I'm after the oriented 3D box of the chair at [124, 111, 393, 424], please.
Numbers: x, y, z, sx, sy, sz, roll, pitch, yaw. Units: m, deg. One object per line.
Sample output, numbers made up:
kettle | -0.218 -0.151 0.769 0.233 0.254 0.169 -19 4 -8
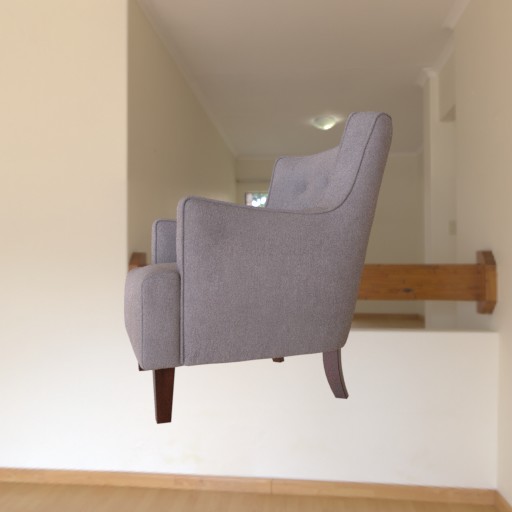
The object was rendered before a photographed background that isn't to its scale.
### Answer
chair | 0.000 0.000 1.636 0.910 0.919 0.781 0 -1 -19
